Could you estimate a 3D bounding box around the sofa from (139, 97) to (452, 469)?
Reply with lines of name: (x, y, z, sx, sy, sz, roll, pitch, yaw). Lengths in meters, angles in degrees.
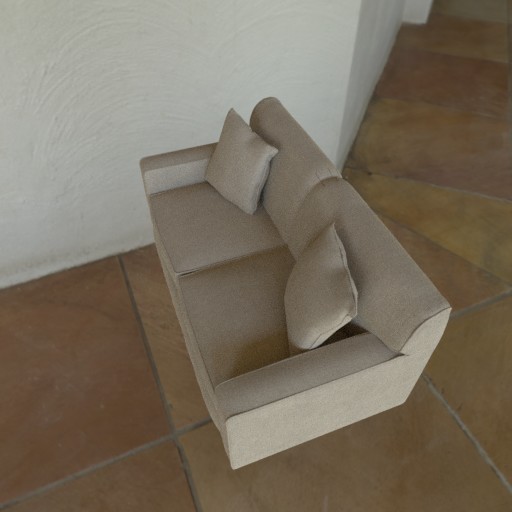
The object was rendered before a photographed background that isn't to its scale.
sofa: (0.000, 0.000, 2.483, 0.998, 0.958, 1.846, -15, 49, -14)
